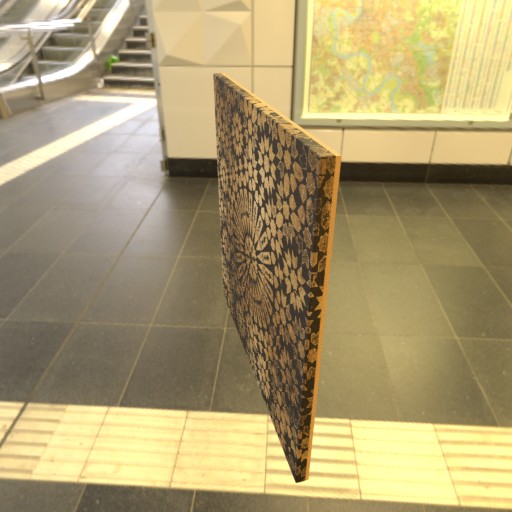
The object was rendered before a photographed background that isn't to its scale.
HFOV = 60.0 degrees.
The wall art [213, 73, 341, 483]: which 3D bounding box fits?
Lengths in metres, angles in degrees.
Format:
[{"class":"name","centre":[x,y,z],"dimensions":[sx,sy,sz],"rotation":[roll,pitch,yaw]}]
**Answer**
[{"class":"wall art","centre":[0.000,0.000,1.352],"dimensions":[0.038,0.914,0.914],"rotation":[-8,32,-14]}]
